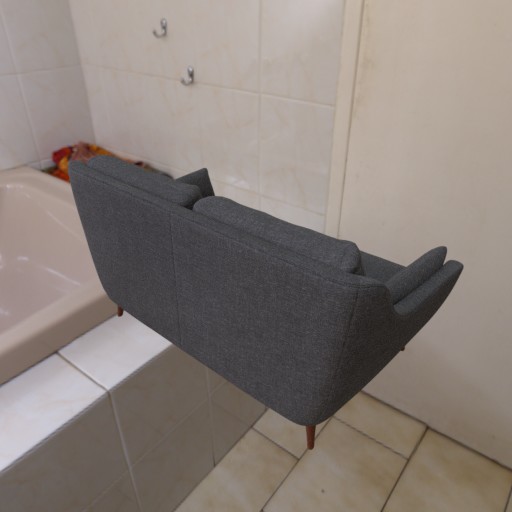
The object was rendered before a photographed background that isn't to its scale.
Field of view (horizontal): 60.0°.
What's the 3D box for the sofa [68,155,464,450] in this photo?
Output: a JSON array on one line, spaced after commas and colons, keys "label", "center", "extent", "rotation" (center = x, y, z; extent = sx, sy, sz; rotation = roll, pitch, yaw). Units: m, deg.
[{"label": "sofa", "center": [0.000, 0.000, 2.127], "extent": [1.646, 0.887, 0.976], "rotation": [24, 39, 33]}]
